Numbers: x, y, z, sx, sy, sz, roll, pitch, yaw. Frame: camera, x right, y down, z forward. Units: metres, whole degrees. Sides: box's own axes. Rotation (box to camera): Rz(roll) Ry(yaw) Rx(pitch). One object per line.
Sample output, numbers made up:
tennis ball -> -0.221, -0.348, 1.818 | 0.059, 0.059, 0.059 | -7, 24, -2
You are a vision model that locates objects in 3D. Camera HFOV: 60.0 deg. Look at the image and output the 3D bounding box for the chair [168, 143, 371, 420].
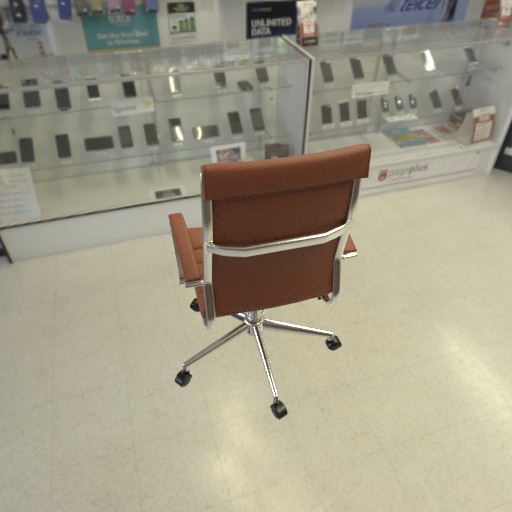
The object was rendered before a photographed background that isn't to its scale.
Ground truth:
chair -> 0.000, 0.000, 1.681 | 0.766, 1.149, 0.739 | -10, 41, -12
